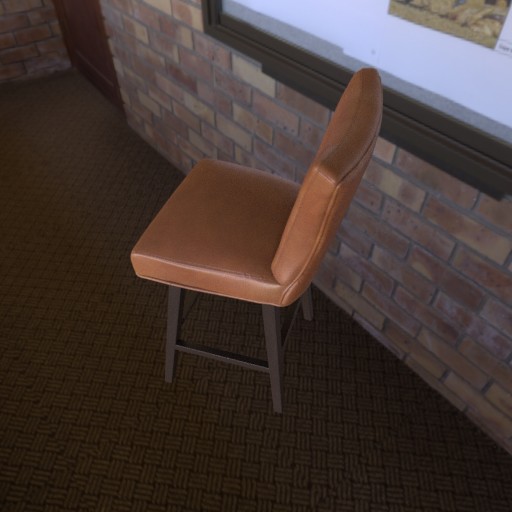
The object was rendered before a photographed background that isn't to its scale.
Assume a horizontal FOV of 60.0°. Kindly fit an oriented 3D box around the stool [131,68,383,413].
[{"bbox_3d":[0.000,0.000,1.431,0.585,1.094,0.522,14,48,13],"label":"stool"}]
